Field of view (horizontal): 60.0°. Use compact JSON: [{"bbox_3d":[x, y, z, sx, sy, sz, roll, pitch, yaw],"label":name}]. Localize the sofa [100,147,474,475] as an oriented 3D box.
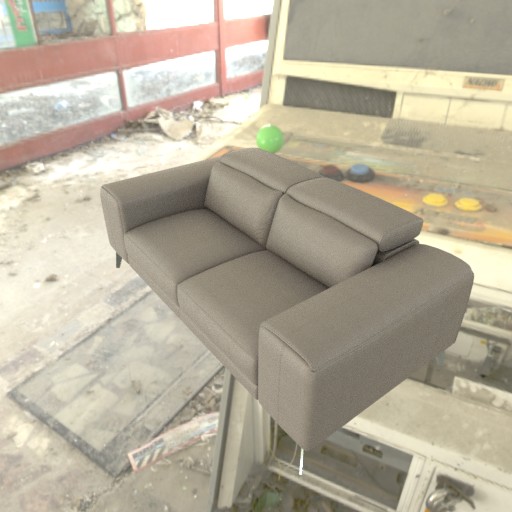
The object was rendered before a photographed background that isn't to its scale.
[{"bbox_3d":[0.000,0.000,2.447,1.024,0.753,1.930,-22,38,-31],"label":"sofa"}]
